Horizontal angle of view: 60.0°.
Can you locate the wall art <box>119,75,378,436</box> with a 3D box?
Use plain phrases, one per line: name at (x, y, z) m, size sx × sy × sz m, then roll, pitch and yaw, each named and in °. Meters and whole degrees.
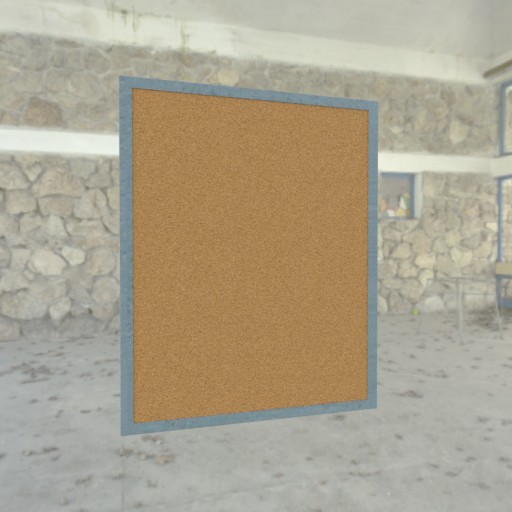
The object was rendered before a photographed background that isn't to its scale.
wall art at (0.000, 0.000, 0.697) m, size 0.409 × 0.509 × 0.037 m, roll 0°, pitch 1°, yaw -16°
